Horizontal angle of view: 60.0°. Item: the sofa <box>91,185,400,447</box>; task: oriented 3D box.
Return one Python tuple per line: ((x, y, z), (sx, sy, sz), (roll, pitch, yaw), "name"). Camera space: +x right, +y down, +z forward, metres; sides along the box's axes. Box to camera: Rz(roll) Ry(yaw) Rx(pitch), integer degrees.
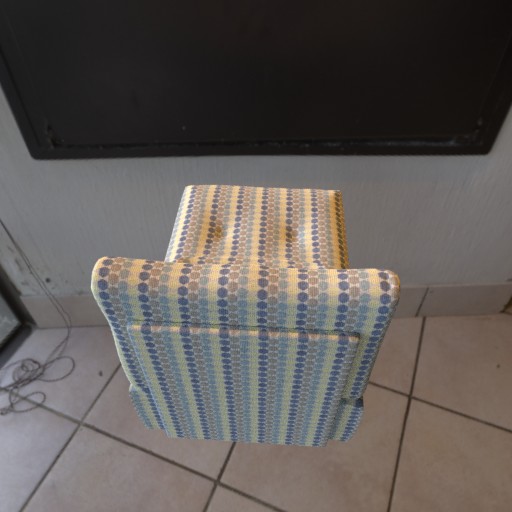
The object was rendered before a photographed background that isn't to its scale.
((0.000, 0.000, 1.536), (0.700, 0.820, 1.000), (3, 47, 2), "sofa")
